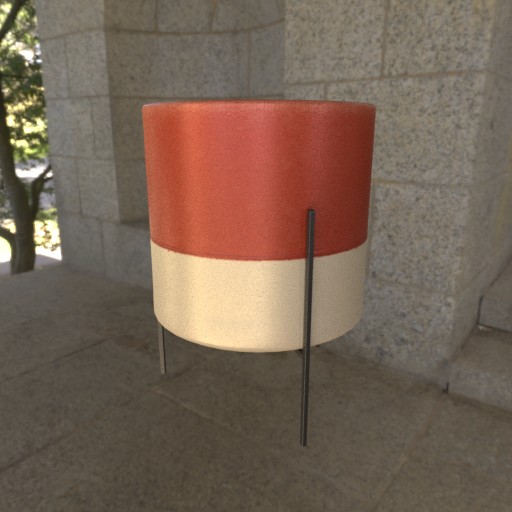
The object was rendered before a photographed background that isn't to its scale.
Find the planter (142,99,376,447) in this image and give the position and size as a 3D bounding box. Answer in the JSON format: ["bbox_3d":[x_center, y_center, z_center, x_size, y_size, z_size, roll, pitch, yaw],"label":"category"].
[{"bbox_3d":[0.000,0.000,0.728,0.354,0.465,0.345,3,16,9],"label":"planter"}]
